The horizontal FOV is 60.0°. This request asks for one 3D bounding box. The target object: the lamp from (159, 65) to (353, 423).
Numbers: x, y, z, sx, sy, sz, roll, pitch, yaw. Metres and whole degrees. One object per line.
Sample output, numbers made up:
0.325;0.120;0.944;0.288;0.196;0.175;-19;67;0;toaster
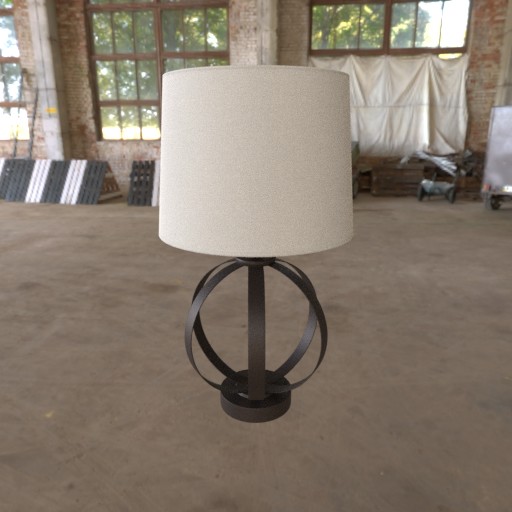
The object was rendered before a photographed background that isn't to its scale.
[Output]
0.000;0.000;0.679;0.286;0.510;0.286;0;16;0;lamp
